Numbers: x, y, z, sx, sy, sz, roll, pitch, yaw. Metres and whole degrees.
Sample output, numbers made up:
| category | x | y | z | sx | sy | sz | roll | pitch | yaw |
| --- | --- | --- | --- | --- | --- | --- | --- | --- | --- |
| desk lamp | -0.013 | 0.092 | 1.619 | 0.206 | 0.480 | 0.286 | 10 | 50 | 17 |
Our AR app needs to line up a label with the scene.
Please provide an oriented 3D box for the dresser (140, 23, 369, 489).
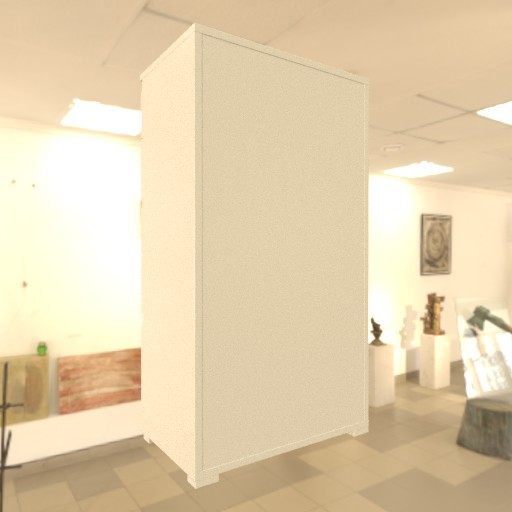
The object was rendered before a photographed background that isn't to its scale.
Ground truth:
| category | x | y | z | sx | sy | sz | roll | pitch | yaw |
| --- | --- | --- | --- | --- | --- | --- | --- | --- | --- |
| dresser | 0.000 | 0.000 | 1.477 | 0.650 | 1.190 | 0.400 | 0 | 0 | -34 |
